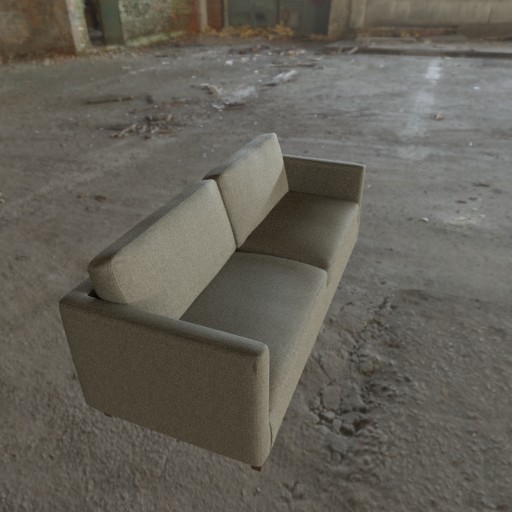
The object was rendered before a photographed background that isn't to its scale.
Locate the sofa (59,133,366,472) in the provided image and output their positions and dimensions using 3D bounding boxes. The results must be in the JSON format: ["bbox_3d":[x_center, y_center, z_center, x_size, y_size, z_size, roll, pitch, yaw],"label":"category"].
[{"bbox_3d":[0.000,0.000,2.700,0.956,0.960,2.208,11,33,18],"label":"sofa"}]
